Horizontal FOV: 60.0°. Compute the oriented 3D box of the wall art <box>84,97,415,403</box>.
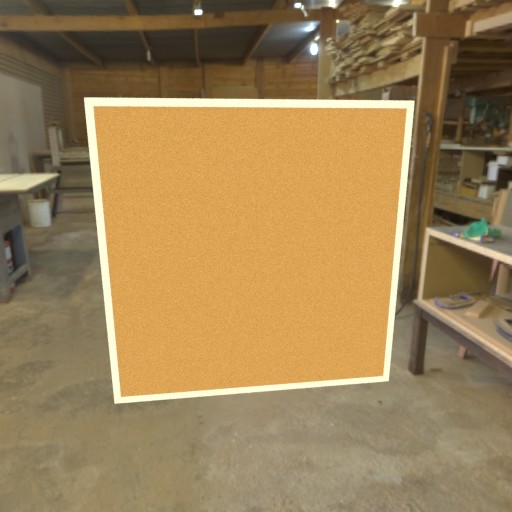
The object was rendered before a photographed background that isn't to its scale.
[{"bbox_3d":[0.000,0.000,0.765,0.509,0.509,0.040,-2,16,-8],"label":"wall art"}]
